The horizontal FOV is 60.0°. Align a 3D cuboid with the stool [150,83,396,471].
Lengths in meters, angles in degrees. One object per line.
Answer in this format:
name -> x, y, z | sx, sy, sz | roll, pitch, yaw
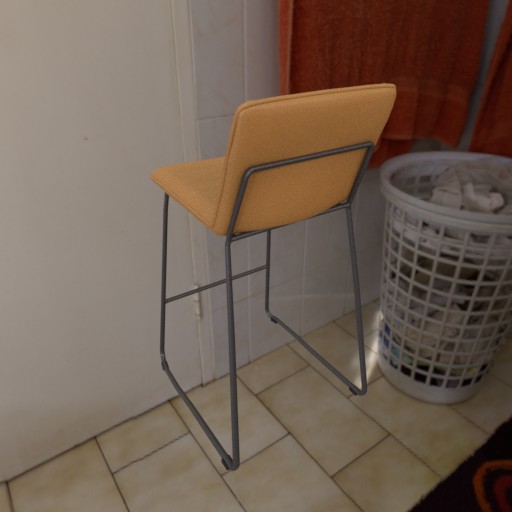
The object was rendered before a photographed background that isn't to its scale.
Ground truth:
stool -> 0.000, 0.000, 1.224 | 0.489, 0.936, 0.524 | -18, 35, -28
